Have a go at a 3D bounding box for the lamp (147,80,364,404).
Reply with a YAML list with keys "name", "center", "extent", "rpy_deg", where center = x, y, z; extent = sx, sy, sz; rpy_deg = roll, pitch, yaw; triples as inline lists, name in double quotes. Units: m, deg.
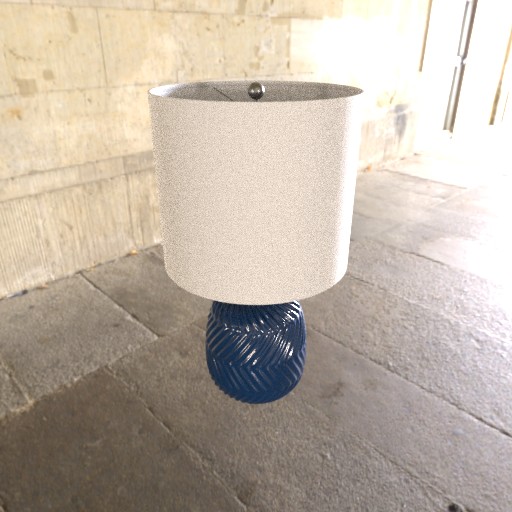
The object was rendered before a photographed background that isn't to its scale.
- name: "lamp"
  center: [0.000, 0.000, 0.502]
  extent: [0.203, 0.368, 0.203]
  rpy_deg: [0, 26, 1]
